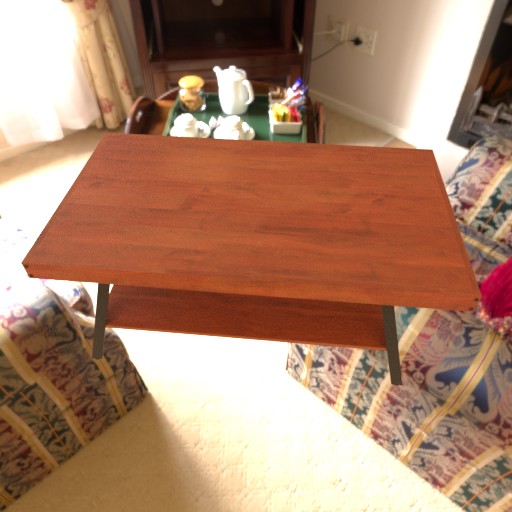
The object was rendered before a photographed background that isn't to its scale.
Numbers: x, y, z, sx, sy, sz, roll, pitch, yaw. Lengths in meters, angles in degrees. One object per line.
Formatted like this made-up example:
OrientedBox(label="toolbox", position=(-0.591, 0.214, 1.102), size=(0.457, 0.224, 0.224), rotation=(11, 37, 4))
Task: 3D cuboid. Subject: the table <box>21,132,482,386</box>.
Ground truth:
OrientedBox(label="table", position=(0.000, 0.000, 1.395), size=(1.067, 0.457, 0.610), rotation=(4, 45, 4))
